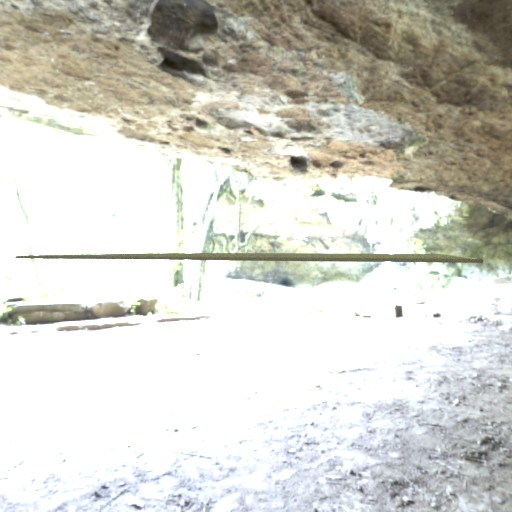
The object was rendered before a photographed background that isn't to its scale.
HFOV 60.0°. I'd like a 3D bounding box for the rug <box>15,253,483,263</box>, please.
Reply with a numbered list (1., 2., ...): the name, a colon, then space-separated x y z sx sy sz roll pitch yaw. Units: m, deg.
1. rug: 0.000 0.000 2.005 1.676 0.013 1.067 0 1 17
